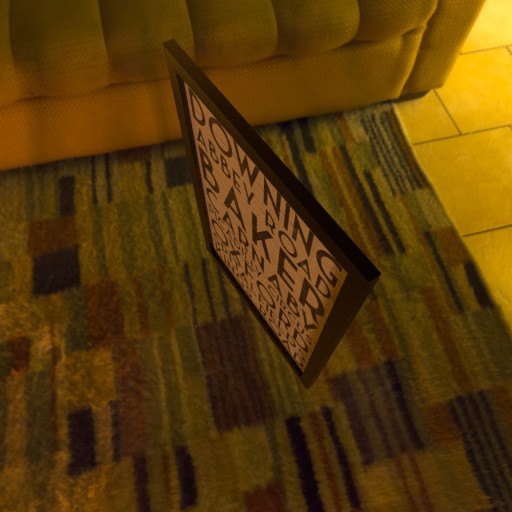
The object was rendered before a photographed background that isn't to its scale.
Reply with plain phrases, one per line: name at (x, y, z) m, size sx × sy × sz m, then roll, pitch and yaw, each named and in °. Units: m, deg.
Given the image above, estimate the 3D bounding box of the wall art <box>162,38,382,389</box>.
wall art at (0.000, 0.000, 0.567) m, size 0.013 × 0.432 × 0.304 m, roll -31°, pitch 68°, yaw -15°
